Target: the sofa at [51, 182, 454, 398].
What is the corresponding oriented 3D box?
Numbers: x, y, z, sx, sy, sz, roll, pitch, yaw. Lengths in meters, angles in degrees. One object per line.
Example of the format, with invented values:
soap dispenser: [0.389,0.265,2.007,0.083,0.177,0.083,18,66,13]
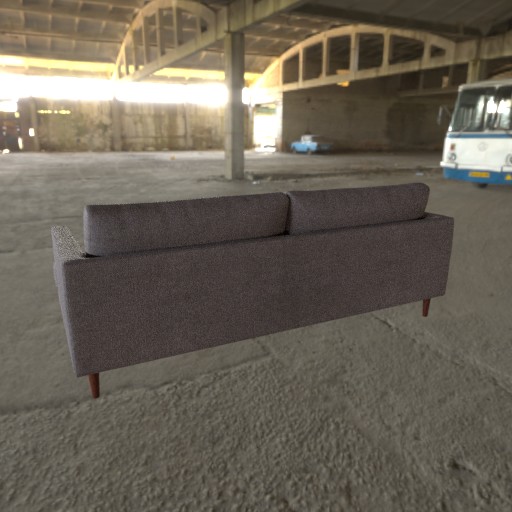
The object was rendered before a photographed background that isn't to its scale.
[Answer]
sofa: [0.000,0.000,2.723,2.250,0.868,1.020,-8,17,-26]
